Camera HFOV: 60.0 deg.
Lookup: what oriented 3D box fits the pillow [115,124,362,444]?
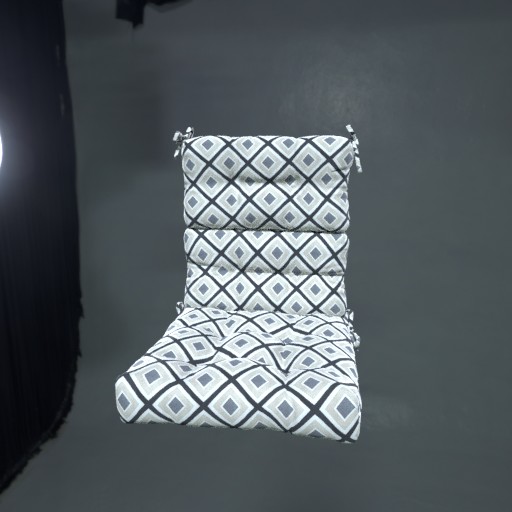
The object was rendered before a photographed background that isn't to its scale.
[{"bbox_3d":[0.000,0.000,1.036,0.519,0.605,0.571,2,14,9],"label":"pillow"}]
